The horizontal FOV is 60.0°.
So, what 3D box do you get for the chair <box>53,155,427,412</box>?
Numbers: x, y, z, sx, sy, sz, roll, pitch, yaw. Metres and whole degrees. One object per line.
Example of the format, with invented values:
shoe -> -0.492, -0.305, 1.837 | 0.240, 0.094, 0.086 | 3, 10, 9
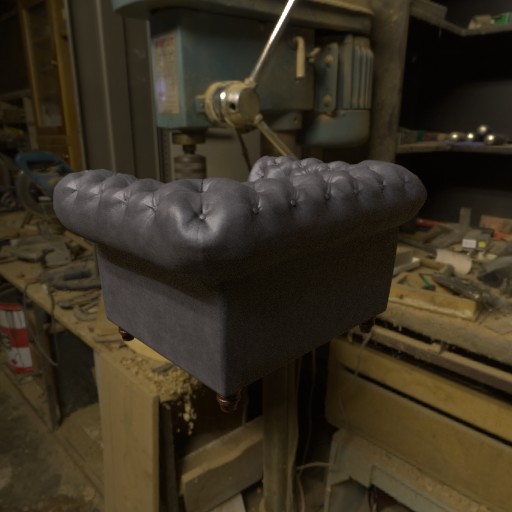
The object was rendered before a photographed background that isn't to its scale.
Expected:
chair -> 0.000, 0.000, 1.877 | 1.298, 0.780, 0.943 | -16, 23, -41
